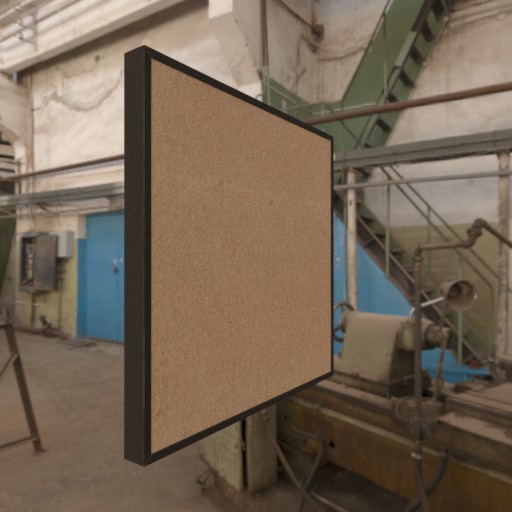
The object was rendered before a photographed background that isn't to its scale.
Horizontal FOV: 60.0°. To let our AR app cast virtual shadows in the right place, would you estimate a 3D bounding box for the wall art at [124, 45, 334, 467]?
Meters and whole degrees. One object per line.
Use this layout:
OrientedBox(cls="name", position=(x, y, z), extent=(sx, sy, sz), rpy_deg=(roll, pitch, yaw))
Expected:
OrientedBox(cls="wall art", position=(0.000, 0.000, 0.749), extent=(0.038, 0.508, 0.508), rpy_deg=(0, 0, 36))
